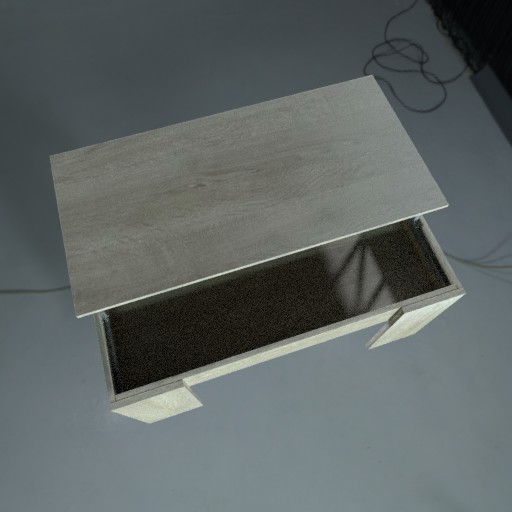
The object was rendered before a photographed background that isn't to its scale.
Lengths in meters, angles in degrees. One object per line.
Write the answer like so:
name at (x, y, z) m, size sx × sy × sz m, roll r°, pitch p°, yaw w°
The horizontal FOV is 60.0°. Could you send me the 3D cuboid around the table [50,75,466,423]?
table at (0.000, 0.000, 1.440) m, size 1.000 × 0.570 × 0.711 m, roll -17°, pitch 67°, yaw -7°
